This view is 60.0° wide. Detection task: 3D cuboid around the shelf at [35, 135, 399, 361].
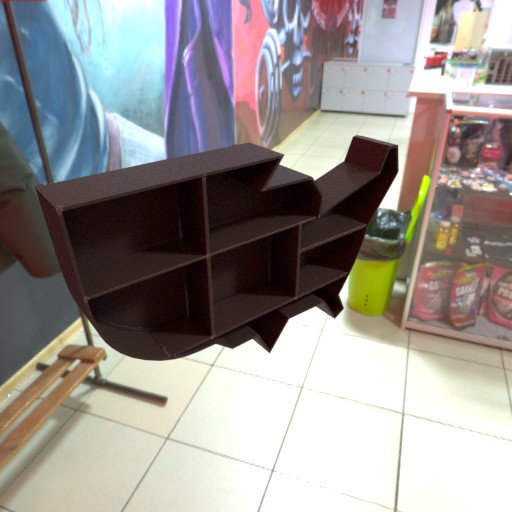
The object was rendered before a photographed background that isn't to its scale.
[{"bbox_3d":[0.000,0.000,0.903,0.729,0.439,0.112,-21,35,-32],"label":"shelf"}]
